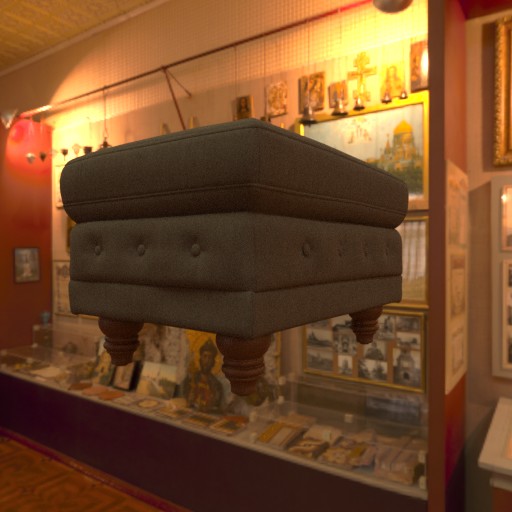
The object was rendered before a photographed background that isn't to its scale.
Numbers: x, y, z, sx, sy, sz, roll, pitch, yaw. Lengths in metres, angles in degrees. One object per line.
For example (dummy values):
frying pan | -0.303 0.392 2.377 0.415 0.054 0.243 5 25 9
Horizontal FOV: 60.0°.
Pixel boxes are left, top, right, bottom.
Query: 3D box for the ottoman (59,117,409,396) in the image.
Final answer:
ottoman | 0.000 0.000 1.139 0.569 0.500 0.771 0 0 36
